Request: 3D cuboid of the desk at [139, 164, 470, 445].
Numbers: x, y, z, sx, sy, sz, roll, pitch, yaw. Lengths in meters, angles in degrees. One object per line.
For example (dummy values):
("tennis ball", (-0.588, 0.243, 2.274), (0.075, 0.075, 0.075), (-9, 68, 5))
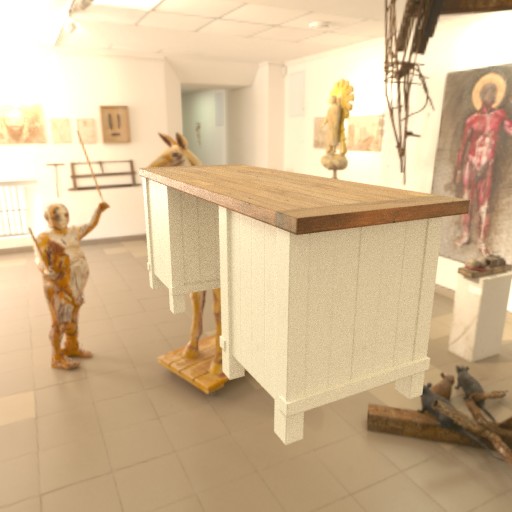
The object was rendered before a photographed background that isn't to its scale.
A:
("desk", (0.000, 0.000, 2.216), (0.688, 0.760, 1.803), (-8, 18, -26))
